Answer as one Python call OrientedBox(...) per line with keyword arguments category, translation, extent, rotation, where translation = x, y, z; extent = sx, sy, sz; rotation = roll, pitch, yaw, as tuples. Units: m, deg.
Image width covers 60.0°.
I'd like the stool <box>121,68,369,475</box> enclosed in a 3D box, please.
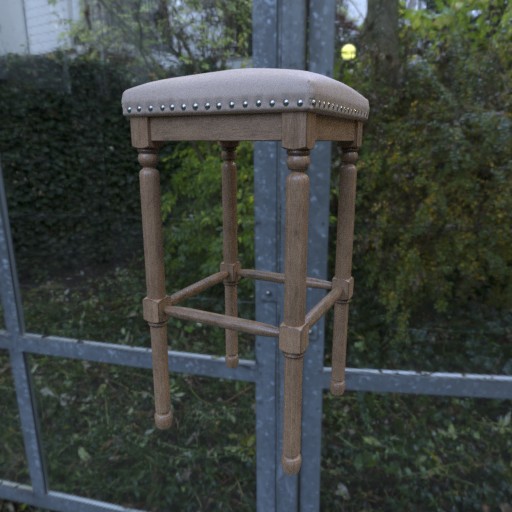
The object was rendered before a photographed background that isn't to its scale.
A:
OrientedBox(category="stool", translation=(0.000, 0.000, 0.991), extent=(0.382, 0.768, 0.383), rotation=(7, 16, 26))
